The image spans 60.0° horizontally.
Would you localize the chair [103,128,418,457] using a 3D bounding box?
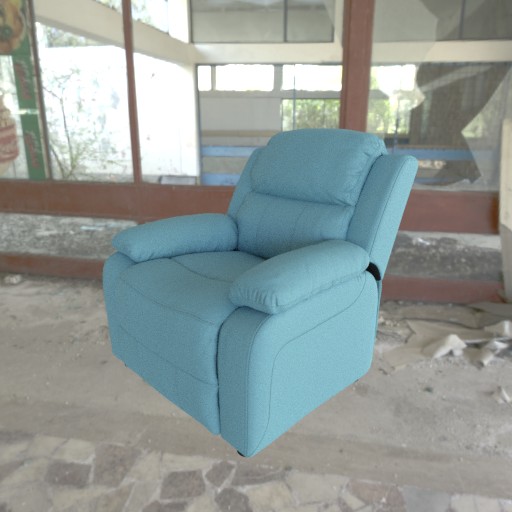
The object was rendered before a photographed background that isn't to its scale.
[{"bbox_3d":[0.000,0.000,1.275,0.709,0.702,0.680,-15,22,-41],"label":"chair"}]
